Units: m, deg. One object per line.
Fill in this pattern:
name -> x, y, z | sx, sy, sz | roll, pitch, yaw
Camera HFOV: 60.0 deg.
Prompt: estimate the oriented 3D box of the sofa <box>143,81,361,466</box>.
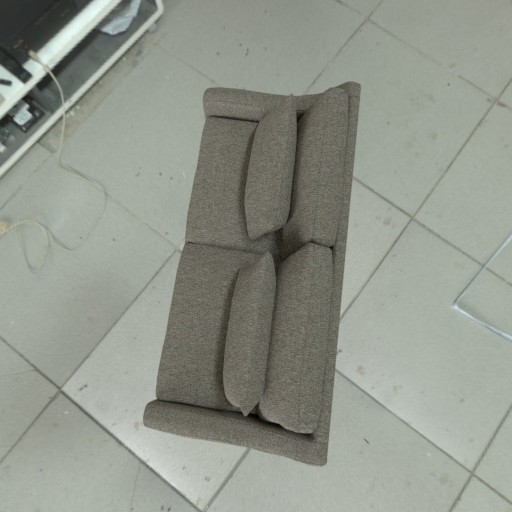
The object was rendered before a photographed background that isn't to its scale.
sofa -> 0.000, 0.000, 3.027 | 1.103, 0.998, 2.418 | 8, 76, 2
